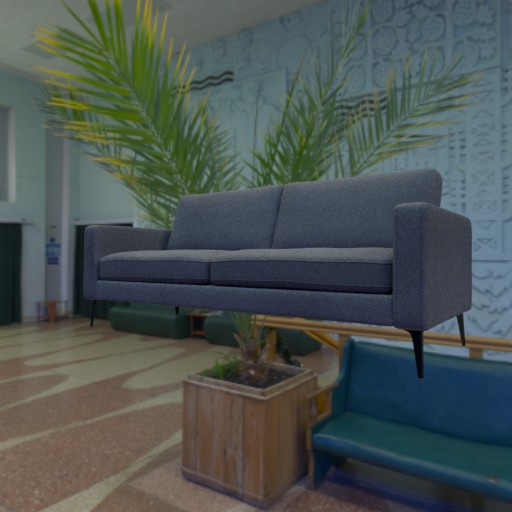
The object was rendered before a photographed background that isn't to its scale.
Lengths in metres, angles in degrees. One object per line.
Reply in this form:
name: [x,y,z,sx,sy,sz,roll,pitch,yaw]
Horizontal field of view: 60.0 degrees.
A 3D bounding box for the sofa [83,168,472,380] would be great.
sofa: [0.000,0.000,2.305,1.925,0.828,0.774,0,0,36]
